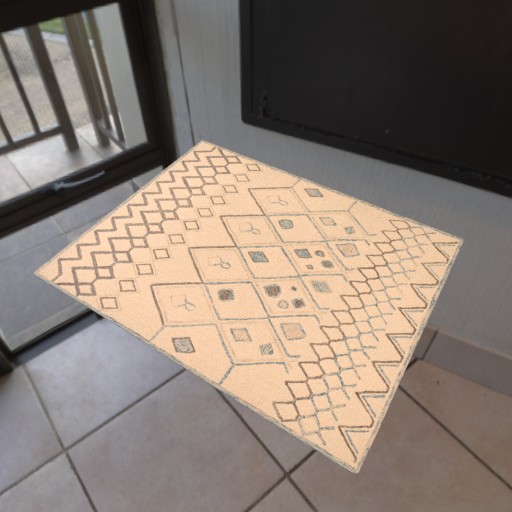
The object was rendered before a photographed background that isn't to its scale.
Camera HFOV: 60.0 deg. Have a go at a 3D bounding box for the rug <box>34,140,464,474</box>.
[{"bbox_3d":[0.000,0.000,4.000,3.056,0.013,2.441,25,53,21],"label":"rug"}]
